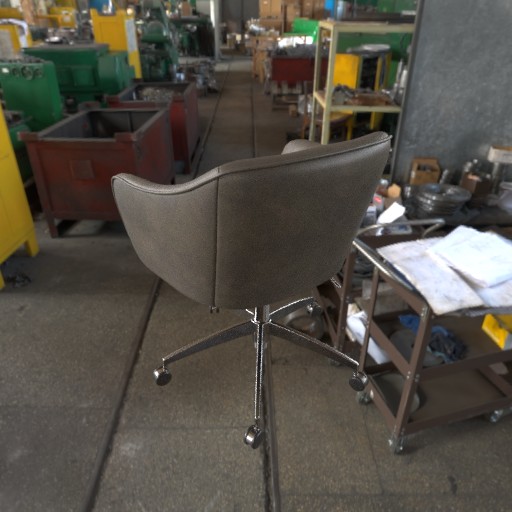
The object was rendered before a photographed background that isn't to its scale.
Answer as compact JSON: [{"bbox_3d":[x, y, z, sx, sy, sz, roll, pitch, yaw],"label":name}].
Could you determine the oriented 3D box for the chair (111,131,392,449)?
[{"bbox_3d":[0.000,0.000,1.388,0.713,0.827,0.689,-19,35,-29],"label":"chair"}]
